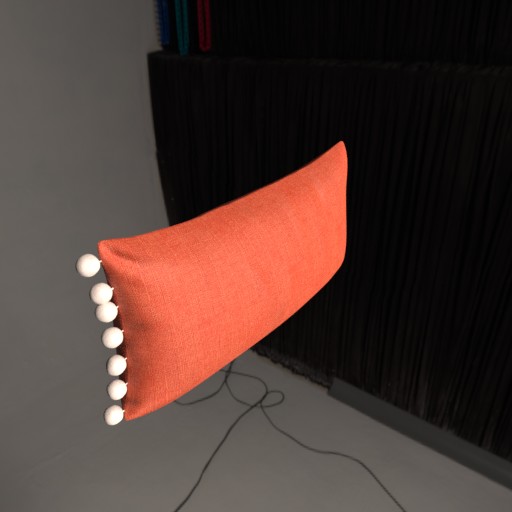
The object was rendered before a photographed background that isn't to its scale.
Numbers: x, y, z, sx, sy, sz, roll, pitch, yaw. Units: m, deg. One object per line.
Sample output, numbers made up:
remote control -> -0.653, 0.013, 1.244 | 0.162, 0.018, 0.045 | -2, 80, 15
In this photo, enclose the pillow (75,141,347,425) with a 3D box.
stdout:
pillow -> 0.000, 0.000, 0.844 | 0.201, 0.322, 0.709 | 19, 32, 33
